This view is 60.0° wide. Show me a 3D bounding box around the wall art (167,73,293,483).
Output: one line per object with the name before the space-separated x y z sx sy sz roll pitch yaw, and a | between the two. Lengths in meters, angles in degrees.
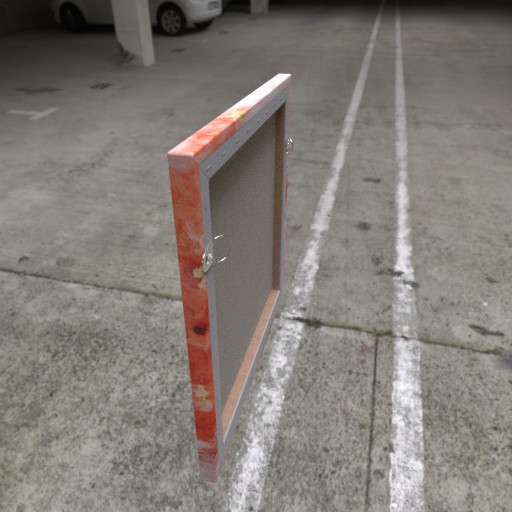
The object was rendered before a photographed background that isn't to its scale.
wall art | 0.000 0.000 1.104 0.064 0.746 0.747 7 31 12
